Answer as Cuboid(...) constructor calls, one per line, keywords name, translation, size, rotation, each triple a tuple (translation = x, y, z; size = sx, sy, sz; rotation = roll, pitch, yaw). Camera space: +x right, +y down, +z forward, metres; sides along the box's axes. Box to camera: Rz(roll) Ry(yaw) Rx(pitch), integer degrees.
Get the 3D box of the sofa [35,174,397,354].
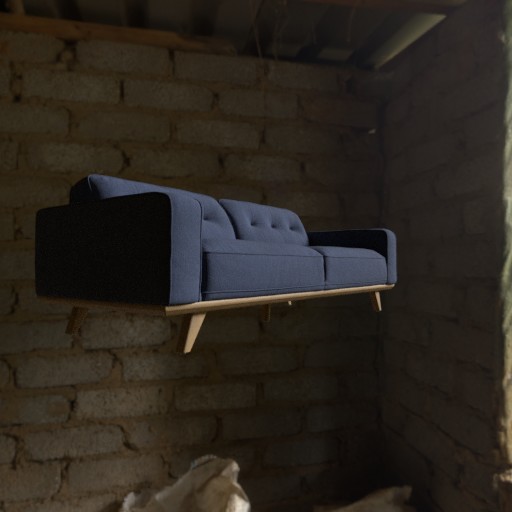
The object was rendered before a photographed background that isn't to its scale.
Cuboid(name="sofa", translation=(0.000, 0.000, 2.678), size=(0.953, 0.782, 2.270), rotation=(-1, -1, 37))
